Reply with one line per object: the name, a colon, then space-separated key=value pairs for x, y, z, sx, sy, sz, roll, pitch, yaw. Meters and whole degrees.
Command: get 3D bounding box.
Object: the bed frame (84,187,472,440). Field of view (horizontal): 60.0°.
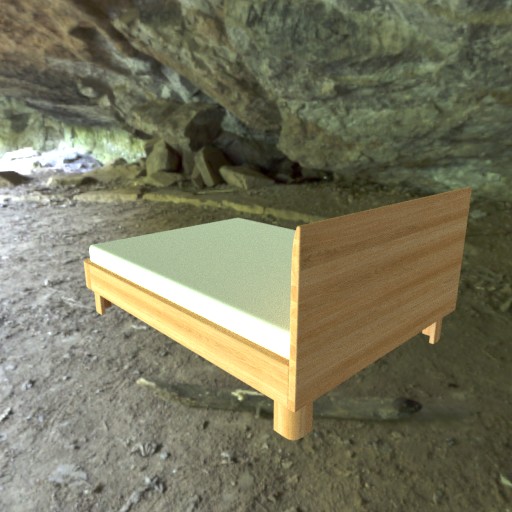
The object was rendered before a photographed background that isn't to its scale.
bed frame: x=0.000 y=0.000 z=2.839 sx=1.472 sy=0.940 sz=1.992 roll=-15 pitch=22 yaw=-41
